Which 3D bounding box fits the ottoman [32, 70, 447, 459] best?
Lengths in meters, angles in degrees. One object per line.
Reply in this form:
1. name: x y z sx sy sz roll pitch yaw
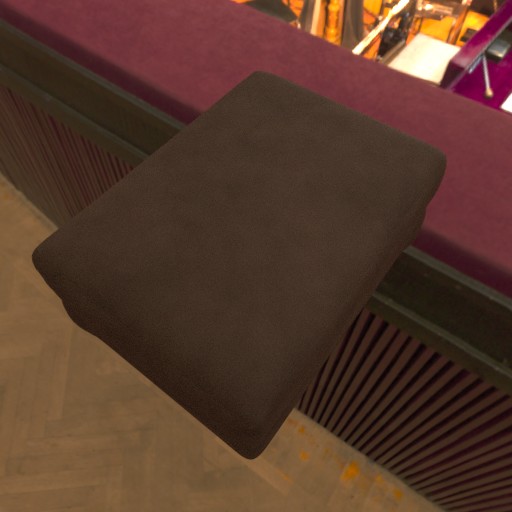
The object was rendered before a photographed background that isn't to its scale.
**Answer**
1. ottoman: 0.000 0.000 1.093 0.574 0.497 0.773 32 62 19
